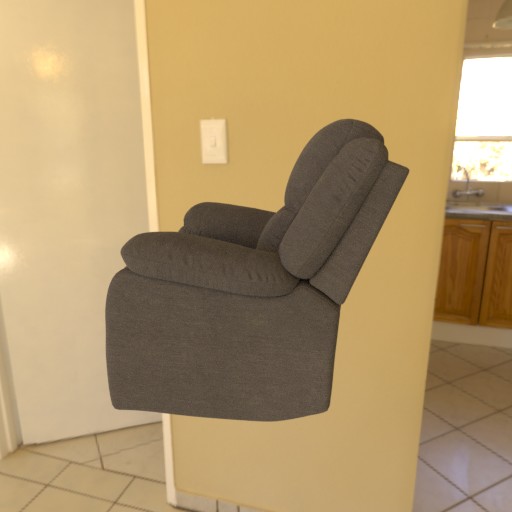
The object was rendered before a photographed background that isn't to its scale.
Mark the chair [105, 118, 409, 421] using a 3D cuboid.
[{"bbox_3d":[0.000,0.000,1.713,0.944,1.008,0.899,2,15,8],"label":"chair"}]
